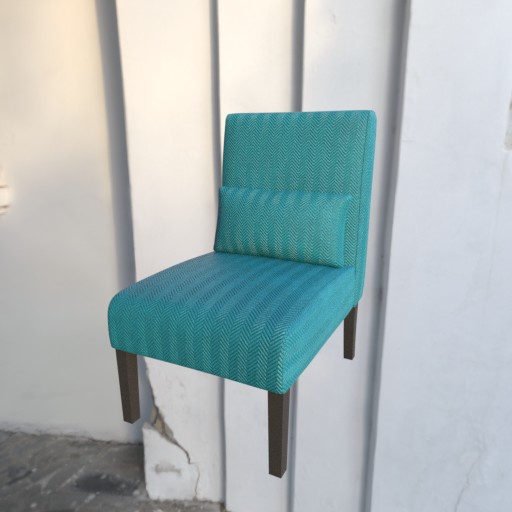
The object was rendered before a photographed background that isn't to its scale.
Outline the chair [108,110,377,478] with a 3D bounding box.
[{"bbox_3d":[0.000,0.000,1.448,0.579,0.927,0.808,8,17,26],"label":"chair"}]
